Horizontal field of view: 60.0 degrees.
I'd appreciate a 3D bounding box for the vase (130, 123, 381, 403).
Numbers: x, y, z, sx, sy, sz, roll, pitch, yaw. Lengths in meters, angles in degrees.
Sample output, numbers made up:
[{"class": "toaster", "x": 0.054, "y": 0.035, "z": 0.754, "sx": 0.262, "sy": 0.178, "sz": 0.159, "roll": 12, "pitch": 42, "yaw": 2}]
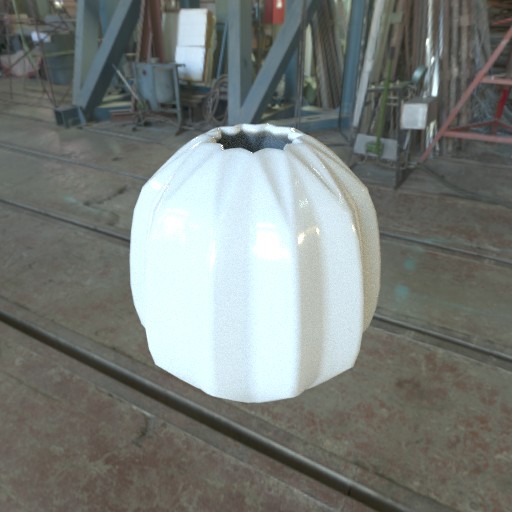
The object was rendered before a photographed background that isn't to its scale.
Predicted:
[{"class": "vase", "x": 0.000, "y": 0.000, "z": 0.247, "sx": 0.139, "sy": 0.134, "sz": 0.139, "roll": 0, "pitch": 31, "yaw": 0}]
